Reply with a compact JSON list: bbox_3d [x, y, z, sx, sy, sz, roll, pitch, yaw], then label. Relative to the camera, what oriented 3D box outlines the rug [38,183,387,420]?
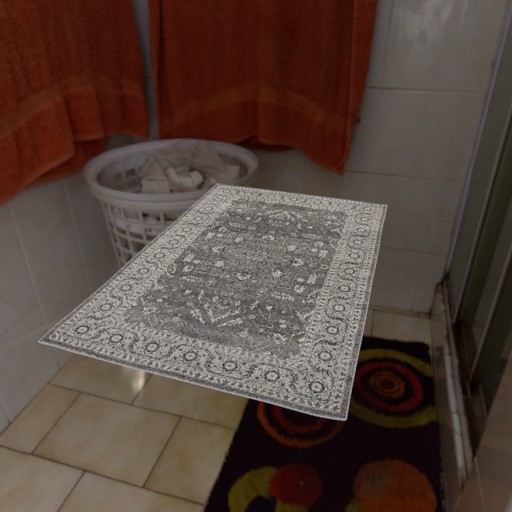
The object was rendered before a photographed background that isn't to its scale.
[{"bbox_3d":[0.000,0.000,2.321,1.209,0.019,1.828,9,31,16],"label":"rug"}]
